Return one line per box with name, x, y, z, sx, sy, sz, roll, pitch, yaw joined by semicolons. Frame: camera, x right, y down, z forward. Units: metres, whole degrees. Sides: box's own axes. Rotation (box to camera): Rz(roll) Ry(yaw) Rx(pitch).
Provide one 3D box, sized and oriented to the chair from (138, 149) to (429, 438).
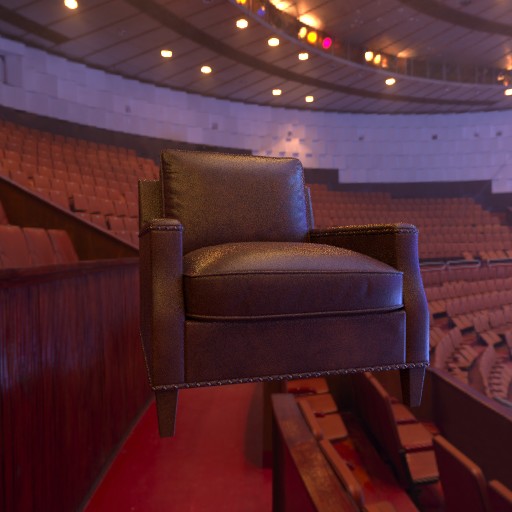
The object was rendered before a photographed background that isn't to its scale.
chair;0.000;0.000;1.703;0.853;0.929;1.014;0;1;-17
